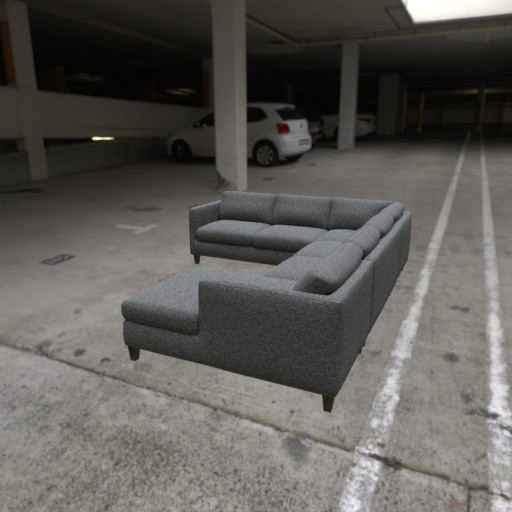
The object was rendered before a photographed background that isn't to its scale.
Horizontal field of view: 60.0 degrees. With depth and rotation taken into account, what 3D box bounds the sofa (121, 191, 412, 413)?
[{"bbox_3d":[0.000,0.000,4.351,2.551,0.853,3.238,7,17,24],"label":"sofa"}]
